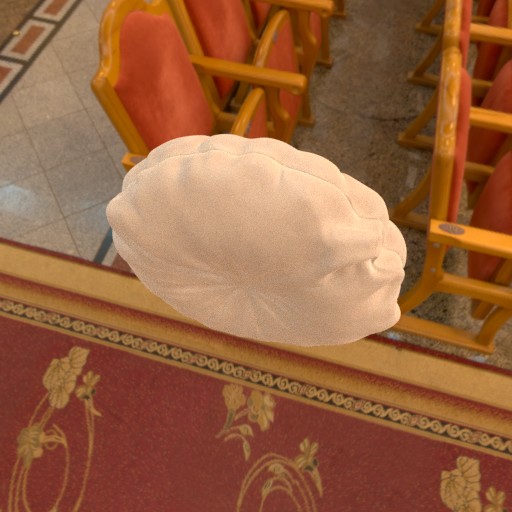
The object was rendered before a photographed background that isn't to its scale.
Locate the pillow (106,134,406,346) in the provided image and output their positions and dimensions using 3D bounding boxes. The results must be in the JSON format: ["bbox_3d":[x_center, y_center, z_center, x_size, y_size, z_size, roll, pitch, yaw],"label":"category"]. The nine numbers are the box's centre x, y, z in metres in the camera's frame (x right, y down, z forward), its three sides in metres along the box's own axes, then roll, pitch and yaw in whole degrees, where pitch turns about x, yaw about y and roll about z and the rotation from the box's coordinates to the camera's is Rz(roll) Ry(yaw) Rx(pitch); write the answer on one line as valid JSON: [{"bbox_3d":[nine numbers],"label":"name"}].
[{"bbox_3d":[0.000,0.000,0.640,0.428,0.407,0.148,14,59,8],"label":"pillow"}]
